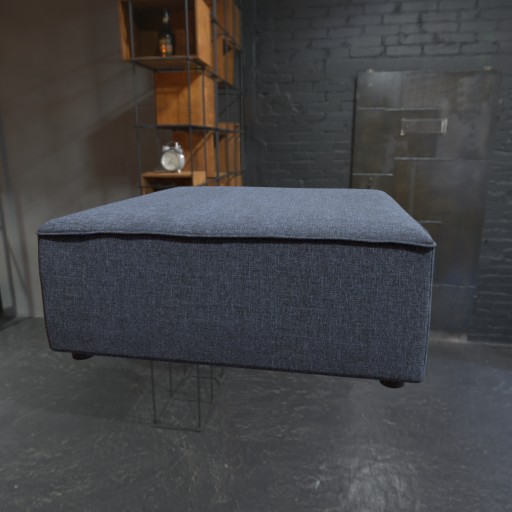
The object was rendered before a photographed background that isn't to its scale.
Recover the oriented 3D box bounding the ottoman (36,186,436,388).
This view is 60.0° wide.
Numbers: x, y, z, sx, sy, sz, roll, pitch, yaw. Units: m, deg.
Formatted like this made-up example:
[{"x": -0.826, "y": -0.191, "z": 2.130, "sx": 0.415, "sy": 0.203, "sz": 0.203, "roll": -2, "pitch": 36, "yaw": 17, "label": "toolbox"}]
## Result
[{"x": 0.000, "y": 0.000, "z": 1.578, "sx": 1.017, "sy": 0.423, "sz": 1.023, "roll": 3, "pitch": 14, "yaw": 10, "label": "ottoman"}]
